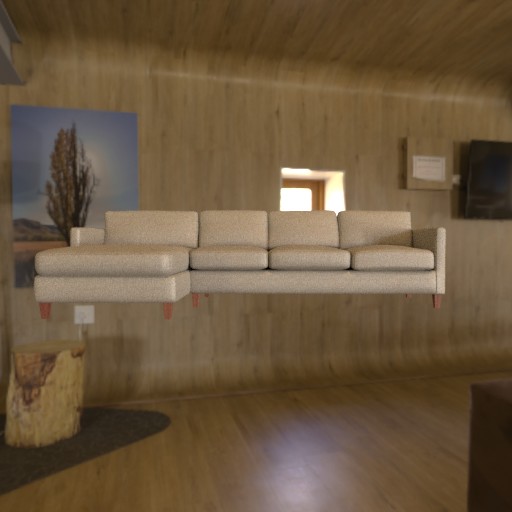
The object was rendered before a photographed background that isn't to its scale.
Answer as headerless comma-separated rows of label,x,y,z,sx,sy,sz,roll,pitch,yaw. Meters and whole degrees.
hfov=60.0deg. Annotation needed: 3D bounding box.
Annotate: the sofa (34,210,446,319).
sofa,0.000,0.000,3.830,3.201,0.876,1.502,0,2,1
